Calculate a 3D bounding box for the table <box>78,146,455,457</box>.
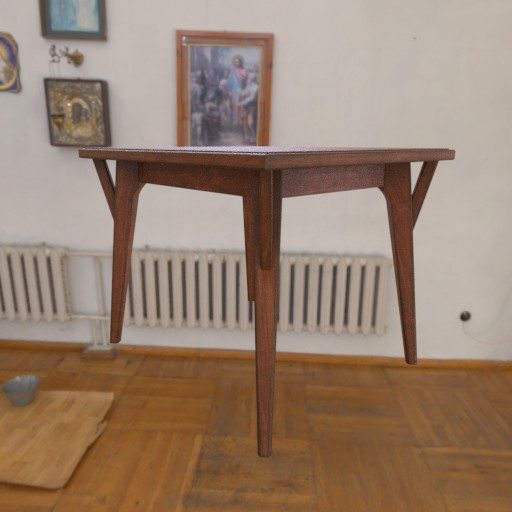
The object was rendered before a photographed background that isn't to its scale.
[{"bbox_3d":[0.000,0.000,1.607,0.838,0.761,0.991,-13,19,-40],"label":"table"}]
